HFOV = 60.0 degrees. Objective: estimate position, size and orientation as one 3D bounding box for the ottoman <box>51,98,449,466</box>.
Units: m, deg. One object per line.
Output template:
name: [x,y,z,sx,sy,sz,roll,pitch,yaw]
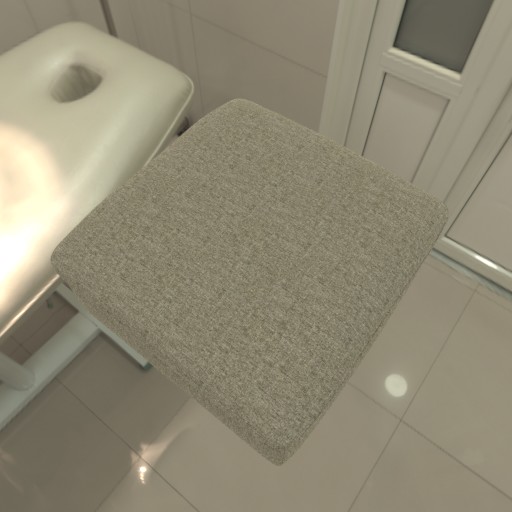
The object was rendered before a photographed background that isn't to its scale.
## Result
ottoman: [0.000,0.000,1.651,1.035,0.526,1.039,33,64,18]
